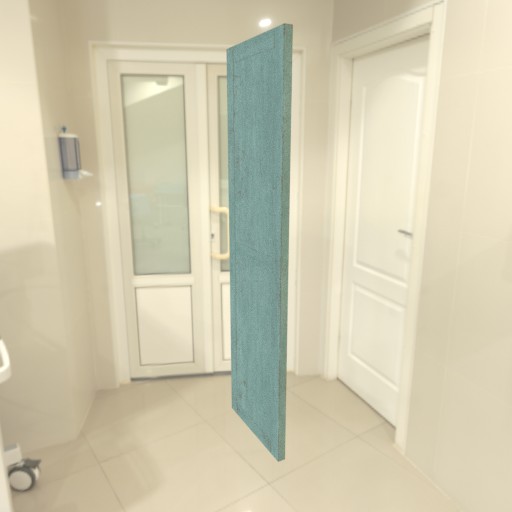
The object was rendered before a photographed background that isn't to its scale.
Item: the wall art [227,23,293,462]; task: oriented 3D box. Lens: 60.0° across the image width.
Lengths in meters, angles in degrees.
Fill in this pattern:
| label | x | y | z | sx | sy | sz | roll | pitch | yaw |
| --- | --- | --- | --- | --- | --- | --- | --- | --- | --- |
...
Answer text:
| label | x | y | z | sx | sy | sz | roll | pitch | yaw |
| --- | --- | --- | --- | --- | --- | --- | --- | --- | --- |
| wall art | 0.000 | 0.000 | 1.350 | 0.025 | 1.219 | 0.329 | -7 | 16 | -28 |
